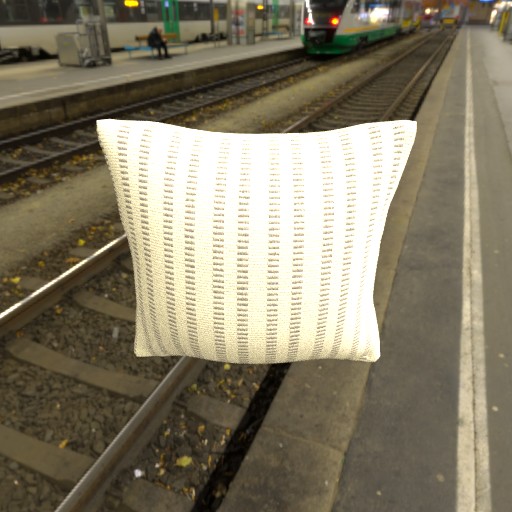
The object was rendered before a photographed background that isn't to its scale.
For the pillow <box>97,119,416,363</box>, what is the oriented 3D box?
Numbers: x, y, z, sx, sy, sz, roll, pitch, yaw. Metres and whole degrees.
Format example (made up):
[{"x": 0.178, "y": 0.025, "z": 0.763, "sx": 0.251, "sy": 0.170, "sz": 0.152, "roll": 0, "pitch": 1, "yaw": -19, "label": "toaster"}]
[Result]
[{"x": 0.000, "y": 0.000, "z": 0.695, "sx": 0.438, "sy": 0.419, "sz": 0.247, "roll": 1, "pitch": 29, "yaw": 1, "label": "pillow"}]
